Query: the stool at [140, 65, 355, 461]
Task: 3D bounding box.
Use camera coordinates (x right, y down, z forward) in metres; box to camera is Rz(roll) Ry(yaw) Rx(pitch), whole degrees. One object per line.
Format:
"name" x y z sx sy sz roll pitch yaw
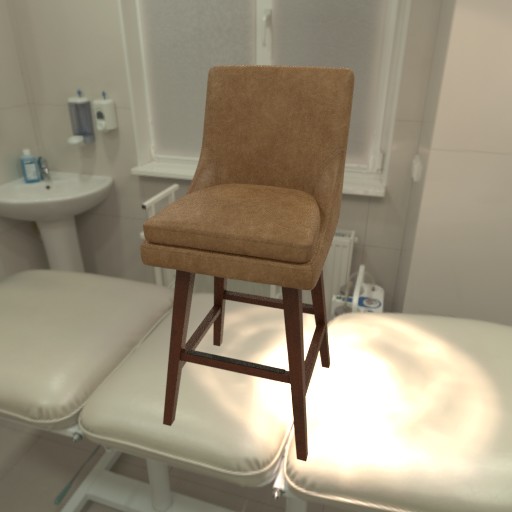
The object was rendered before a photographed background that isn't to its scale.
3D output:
"stool" 0.000 0.000 1.401 0.487 1.079 0.572 8 28 16
